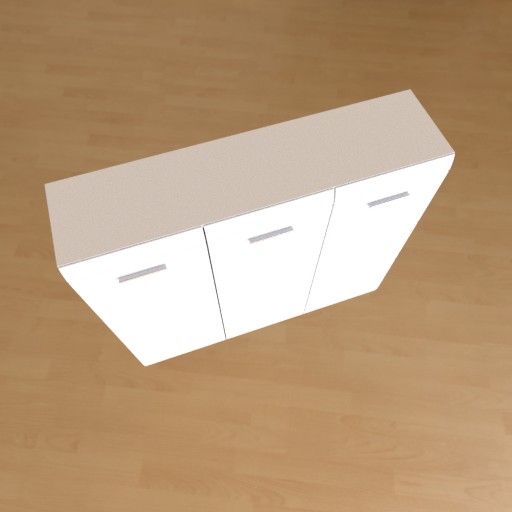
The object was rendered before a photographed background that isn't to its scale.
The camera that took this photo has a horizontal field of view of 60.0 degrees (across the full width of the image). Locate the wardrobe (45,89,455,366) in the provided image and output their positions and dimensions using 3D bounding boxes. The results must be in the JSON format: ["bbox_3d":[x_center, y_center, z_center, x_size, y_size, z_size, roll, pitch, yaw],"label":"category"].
[{"bbox_3d":[0.000,0.000,2.004,1.340,1.200,0.360,-17,64,-9],"label":"wardrobe"}]
